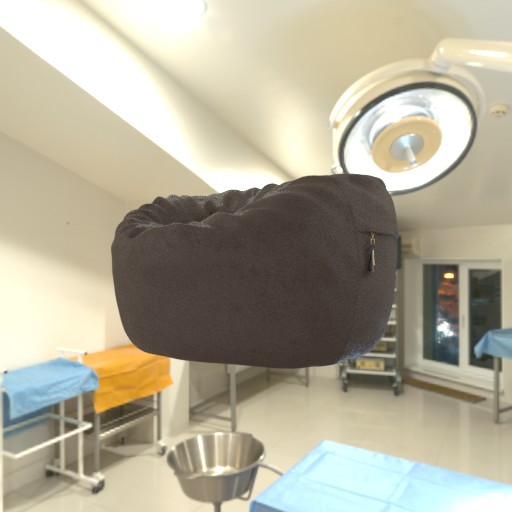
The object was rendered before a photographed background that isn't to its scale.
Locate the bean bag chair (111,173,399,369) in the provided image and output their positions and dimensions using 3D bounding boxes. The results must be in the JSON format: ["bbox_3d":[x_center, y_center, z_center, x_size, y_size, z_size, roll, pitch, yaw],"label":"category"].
[{"bbox_3d":[0.000,0.000,2.025,1.245,0.821,1.245,0,0,0],"label":"bean bag chair"}]
